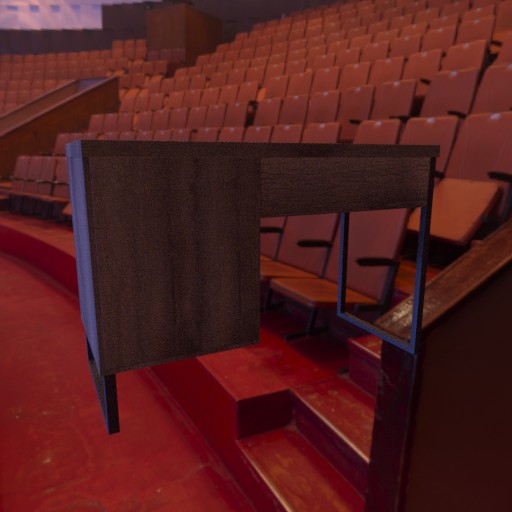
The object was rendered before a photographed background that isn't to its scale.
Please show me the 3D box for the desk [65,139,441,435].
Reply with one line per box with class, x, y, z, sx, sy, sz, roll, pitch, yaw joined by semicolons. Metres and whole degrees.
desk;0.000;0.000;1.545;1.134;0.752;0.511;-6;14;-26
